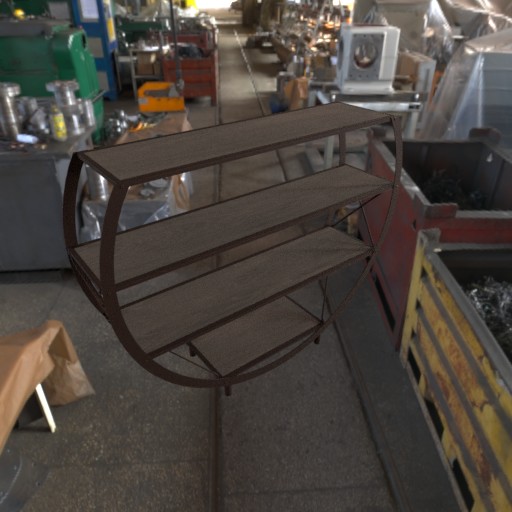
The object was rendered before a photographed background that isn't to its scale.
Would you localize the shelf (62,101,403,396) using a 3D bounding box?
[{"bbox_3d":[0.000,0.000,1.893,1.403,1.063,0.344,-22,38,-31],"label":"shelf"}]
